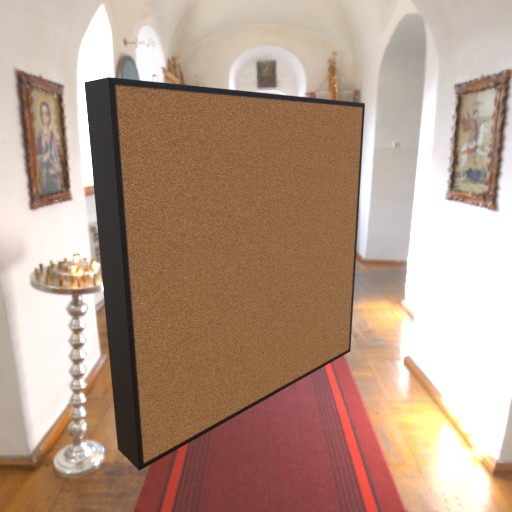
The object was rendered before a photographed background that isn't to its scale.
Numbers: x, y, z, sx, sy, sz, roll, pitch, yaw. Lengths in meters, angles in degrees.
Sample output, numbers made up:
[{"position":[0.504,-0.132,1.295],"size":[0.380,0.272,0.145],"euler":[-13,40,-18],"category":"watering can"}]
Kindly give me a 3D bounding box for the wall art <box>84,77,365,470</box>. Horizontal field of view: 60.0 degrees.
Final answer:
[{"position":[0.000,0.000,0.442],"size":[0.304,0.303,0.037],"euler":[-14,20,-43],"category":"wall art"}]
